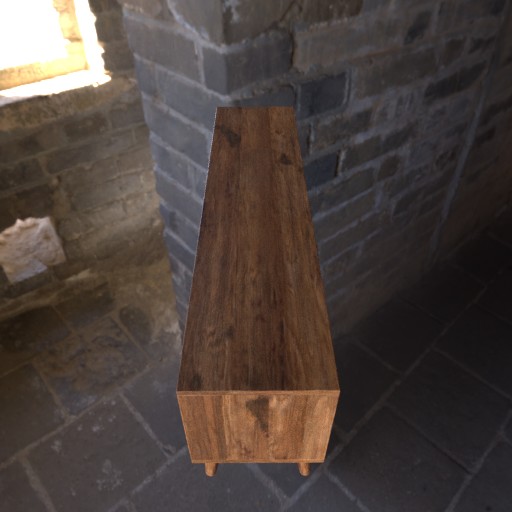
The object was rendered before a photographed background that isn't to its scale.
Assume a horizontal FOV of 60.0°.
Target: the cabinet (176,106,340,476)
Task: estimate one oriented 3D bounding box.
[{"bbox_3d":[0.000,0.000,1.654,0.349,0.528,1.448,0,42,0],"label":"cabinet"}]
